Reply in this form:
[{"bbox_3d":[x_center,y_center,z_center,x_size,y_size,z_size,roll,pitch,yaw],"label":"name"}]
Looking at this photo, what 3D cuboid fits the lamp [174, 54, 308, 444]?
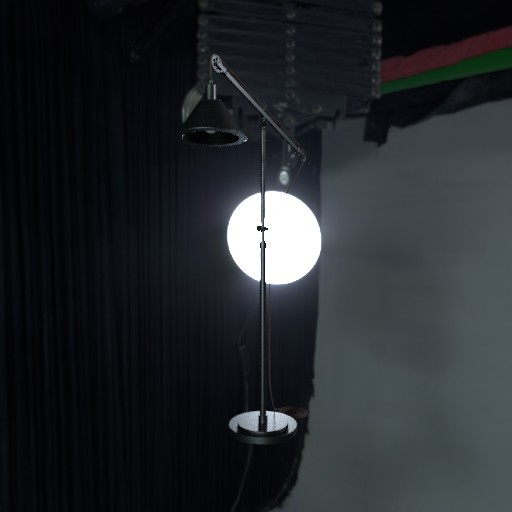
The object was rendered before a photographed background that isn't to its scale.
[{"bbox_3d":[0.000,0.000,2.018,0.319,1.626,0.904,1,1,36],"label":"lamp"}]
